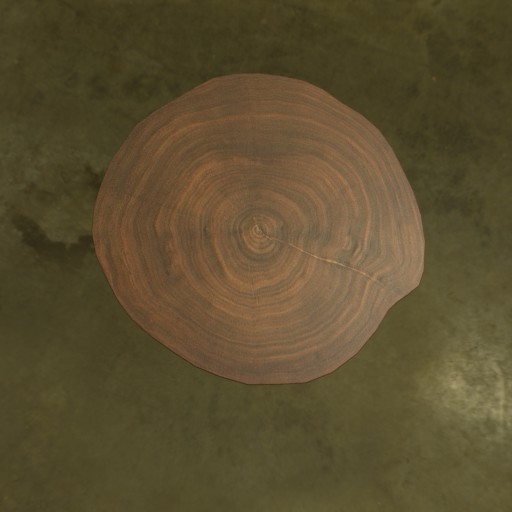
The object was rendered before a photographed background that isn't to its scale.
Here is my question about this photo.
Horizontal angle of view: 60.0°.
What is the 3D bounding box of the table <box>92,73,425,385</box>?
[{"bbox_3d":[0.000,0.000,0.890,0.477,0.476,0.494,-22,77,-5],"label":"table"}]
